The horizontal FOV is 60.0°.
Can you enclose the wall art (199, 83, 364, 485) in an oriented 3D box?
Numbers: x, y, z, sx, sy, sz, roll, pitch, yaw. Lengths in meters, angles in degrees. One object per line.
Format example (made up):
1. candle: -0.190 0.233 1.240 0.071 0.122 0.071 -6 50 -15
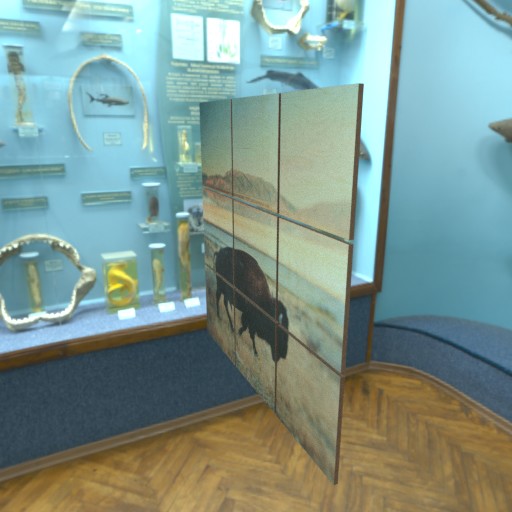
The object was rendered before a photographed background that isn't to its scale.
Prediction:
1. wall art: 0.000 0.000 1.331 0.018 0.904 0.906 -8 18 -24
